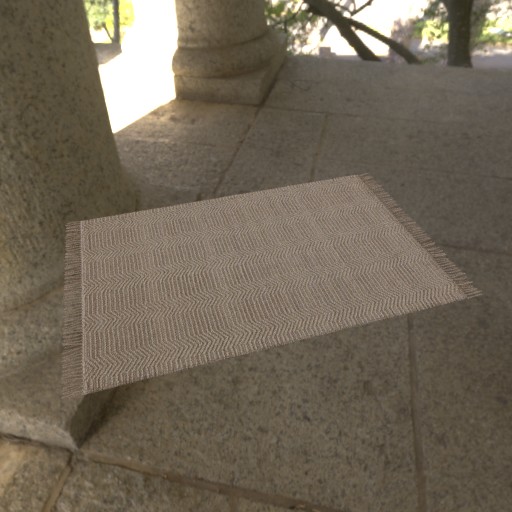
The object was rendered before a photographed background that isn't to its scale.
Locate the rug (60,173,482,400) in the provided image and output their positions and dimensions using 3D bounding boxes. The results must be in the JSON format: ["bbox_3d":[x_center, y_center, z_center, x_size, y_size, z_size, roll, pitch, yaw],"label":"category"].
[{"bbox_3d":[0.000,0.000,3.033,2.523,0.034,1.528,-11,43,-13],"label":"rug"}]
